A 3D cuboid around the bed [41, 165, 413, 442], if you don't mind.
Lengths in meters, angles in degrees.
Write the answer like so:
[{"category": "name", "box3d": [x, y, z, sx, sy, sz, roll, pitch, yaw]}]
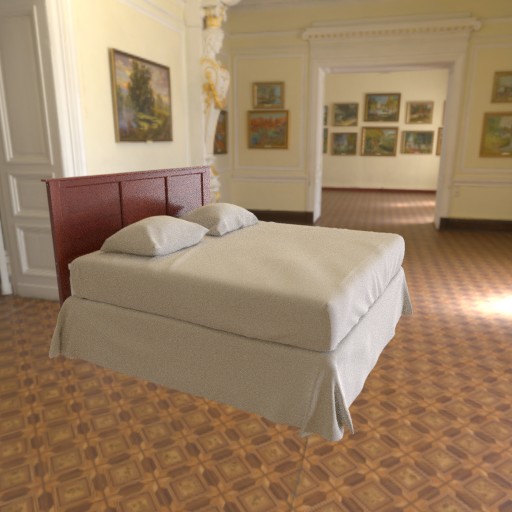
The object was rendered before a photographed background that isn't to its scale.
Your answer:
[{"category": "bed", "box3d": [0.000, 0.000, 3.526, 2.219, 1.271, 2.314, 8, 16, 27]}]
